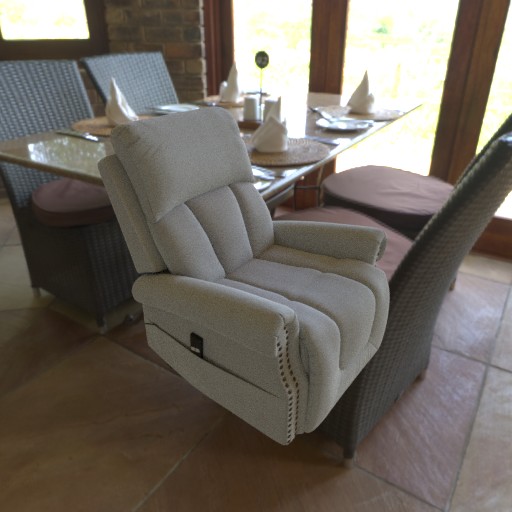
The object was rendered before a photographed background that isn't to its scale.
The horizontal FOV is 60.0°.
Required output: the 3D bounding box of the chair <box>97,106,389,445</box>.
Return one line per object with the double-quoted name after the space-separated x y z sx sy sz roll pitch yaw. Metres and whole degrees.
0.000 0.000 1.789 0.979 1.031 0.871 19 33 32 "chair"
